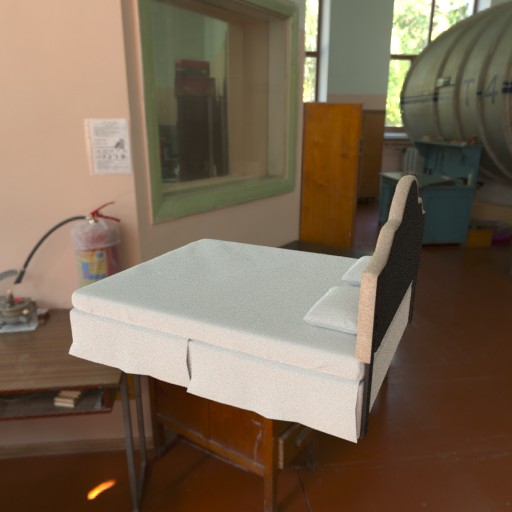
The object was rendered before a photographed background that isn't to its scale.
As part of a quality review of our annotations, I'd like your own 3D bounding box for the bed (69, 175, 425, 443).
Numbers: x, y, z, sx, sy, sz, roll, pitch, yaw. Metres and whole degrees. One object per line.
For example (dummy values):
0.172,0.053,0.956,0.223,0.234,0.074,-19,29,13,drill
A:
0.000,0.000,3.043,1.970,1.194,1.667,8,19,26,bed
